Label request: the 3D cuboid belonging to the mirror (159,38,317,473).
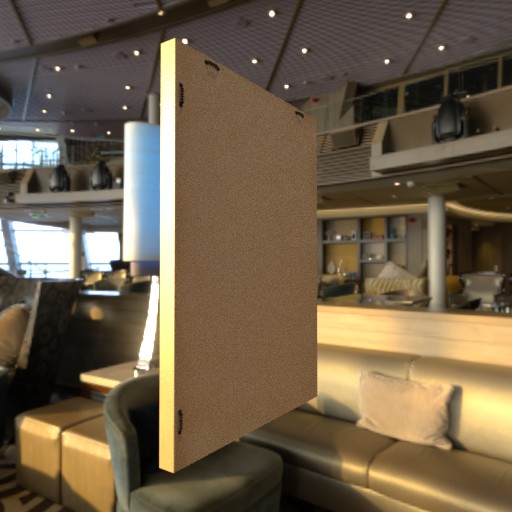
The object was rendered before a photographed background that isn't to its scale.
[{"bbox_3d":[0.000,0.000,0.939,0.039,0.710,0.507,-1,-1,35],"label":"mirror"}]
